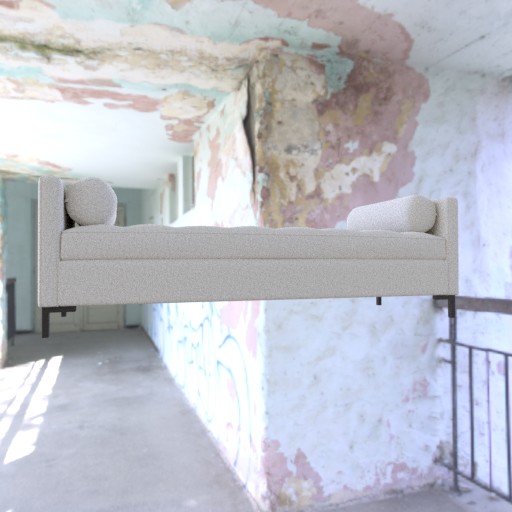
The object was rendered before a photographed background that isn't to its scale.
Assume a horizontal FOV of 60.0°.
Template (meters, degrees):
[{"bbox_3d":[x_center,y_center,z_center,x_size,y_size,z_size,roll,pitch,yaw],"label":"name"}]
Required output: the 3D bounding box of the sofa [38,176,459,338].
[{"bbox_3d":[0.000,0.000,2.327,1.985,0.641,0.746,0,-1,-18],"label":"sofa"}]
